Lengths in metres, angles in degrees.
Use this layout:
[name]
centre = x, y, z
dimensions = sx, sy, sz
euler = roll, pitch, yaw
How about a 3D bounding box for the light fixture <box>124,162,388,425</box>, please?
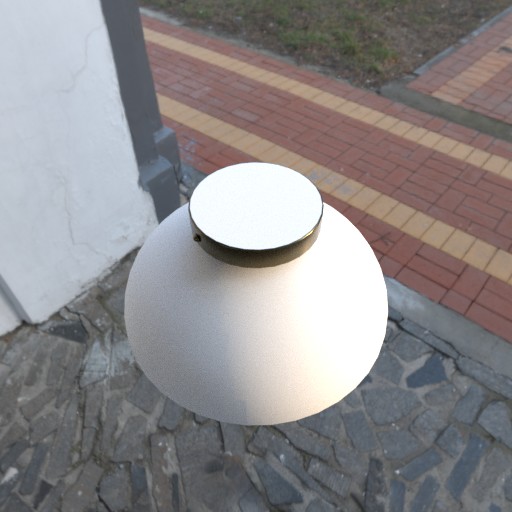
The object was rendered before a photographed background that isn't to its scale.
[light fixture]
centre = 0.000, 0.000, 0.552
dimensions = 0.355, 0.177, 0.355
euler = 0, 47, 0
